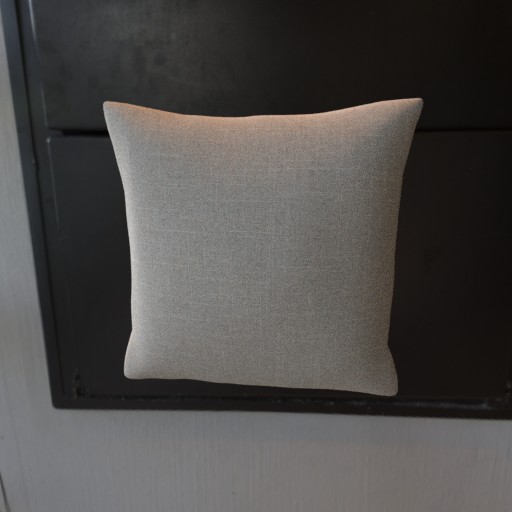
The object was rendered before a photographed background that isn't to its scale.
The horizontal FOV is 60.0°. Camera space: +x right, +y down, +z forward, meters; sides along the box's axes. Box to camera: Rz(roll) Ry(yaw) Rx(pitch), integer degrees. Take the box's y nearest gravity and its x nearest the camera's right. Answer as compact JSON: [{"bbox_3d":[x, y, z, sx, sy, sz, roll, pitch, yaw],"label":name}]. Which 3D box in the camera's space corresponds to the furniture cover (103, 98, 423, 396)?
[{"bbox_3d":[0.000,0.000,0.760,0.512,0.506,0.178,2,15,7],"label":"furniture cover"}]
